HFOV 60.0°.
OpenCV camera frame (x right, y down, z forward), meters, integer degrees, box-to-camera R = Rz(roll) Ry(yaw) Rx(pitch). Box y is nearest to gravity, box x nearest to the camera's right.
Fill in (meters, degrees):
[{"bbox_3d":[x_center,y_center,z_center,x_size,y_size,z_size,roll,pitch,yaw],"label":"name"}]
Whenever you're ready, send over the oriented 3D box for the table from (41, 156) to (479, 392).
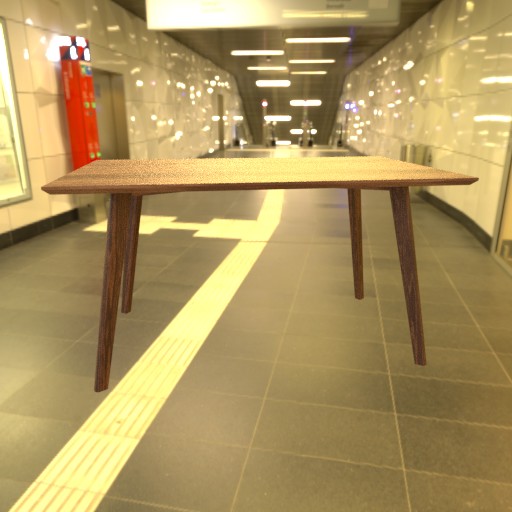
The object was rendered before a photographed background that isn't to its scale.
[{"bbox_3d":[0.000,0.000,1.835,1.349,0.724,0.801,-2,18,-8],"label":"table"}]
